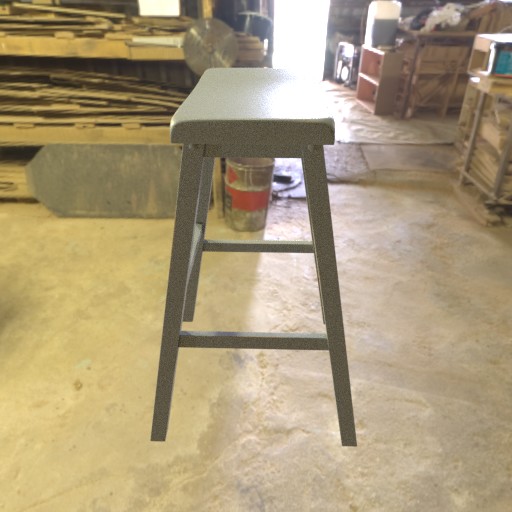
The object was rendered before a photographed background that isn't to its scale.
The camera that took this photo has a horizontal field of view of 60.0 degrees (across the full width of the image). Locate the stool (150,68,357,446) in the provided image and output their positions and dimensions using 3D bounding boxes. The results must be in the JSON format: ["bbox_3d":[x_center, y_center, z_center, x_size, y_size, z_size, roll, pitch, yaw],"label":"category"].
[{"bbox_3d":[0.000,0.000,1.019,0.476,0.737,0.457,1,32,1],"label":"stool"}]
